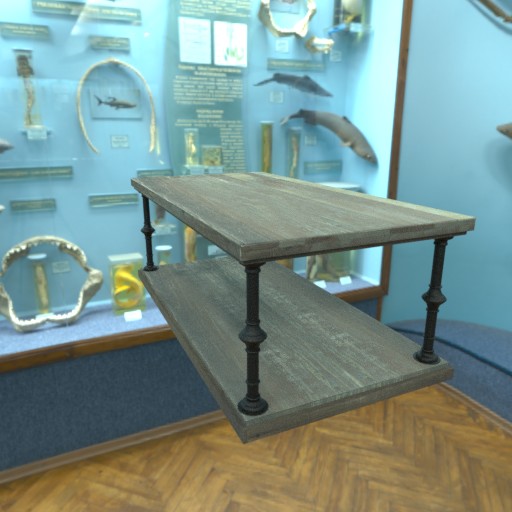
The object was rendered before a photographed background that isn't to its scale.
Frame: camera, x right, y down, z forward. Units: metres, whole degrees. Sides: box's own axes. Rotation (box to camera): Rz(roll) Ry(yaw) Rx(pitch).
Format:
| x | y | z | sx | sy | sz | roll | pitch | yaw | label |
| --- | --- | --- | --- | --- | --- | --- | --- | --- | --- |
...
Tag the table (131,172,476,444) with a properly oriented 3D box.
| x | y | z | sx | sy | sz | roll | pitch | yaw | label |
| --- | --- | --- | --- | --- | --- | --- | --- | --- | --- |
| 0.000 | 0.000 | 1.384 | 0.554 | 0.399 | 1.088 | -7 | 18 | -24 | table |
